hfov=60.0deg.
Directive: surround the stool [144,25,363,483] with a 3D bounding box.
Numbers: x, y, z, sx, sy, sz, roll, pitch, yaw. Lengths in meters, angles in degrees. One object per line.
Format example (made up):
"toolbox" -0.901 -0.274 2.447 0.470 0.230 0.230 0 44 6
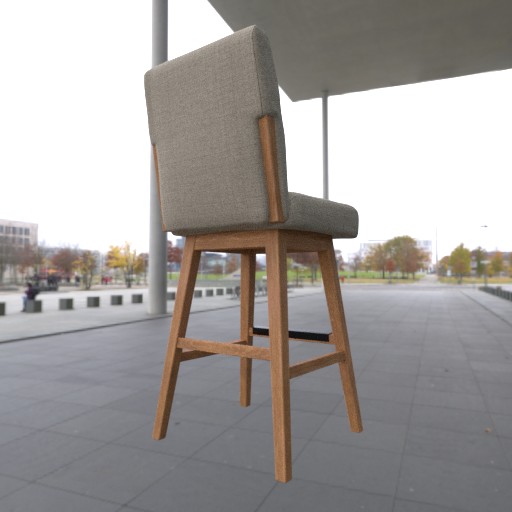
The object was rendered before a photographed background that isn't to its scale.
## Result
"stool" 0.000 0.000 1.379 0.483 1.106 0.569 -2 -3 37
